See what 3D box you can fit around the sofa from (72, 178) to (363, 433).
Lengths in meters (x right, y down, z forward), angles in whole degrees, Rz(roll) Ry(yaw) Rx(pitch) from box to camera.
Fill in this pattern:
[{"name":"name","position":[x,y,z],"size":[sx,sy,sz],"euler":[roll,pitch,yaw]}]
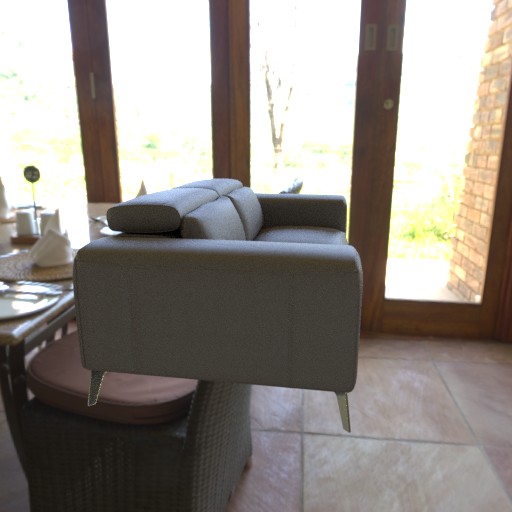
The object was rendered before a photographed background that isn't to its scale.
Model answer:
[{"name":"sofa","position":[0.000,0.000,2.421],"size":[1.024,0.753,1.930],"euler":[2,14,9]}]
